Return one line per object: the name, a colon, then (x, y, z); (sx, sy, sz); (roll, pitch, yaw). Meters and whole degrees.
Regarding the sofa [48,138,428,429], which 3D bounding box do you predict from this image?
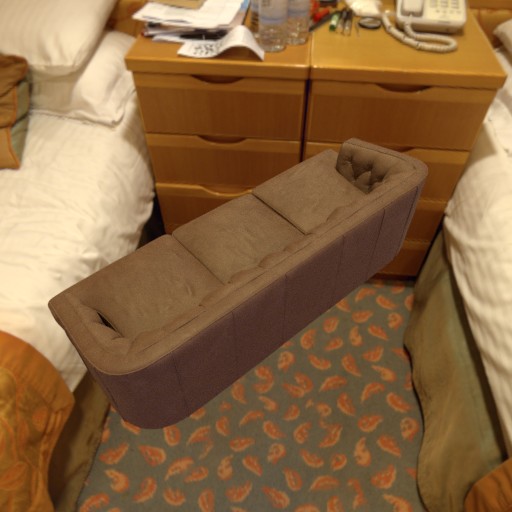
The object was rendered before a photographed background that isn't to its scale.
sofa: (0.000, 0.000, 2.672); (2.227, 0.787, 0.927); (-32, 55, -26)
